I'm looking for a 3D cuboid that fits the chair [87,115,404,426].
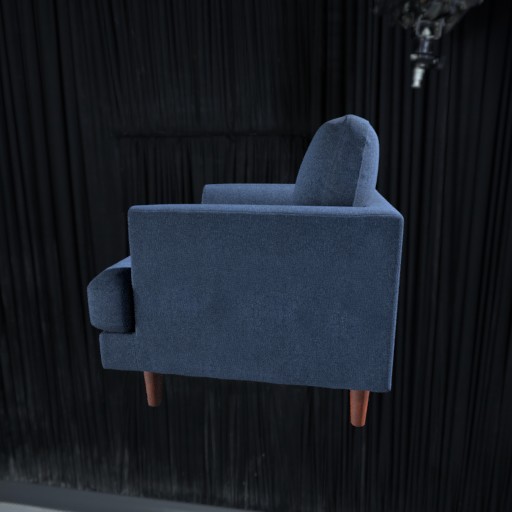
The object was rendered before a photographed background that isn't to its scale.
[{"bbox_3d":[0.000,0.000,1.628,0.899,0.957,0.858,2,14,9],"label":"chair"}]
